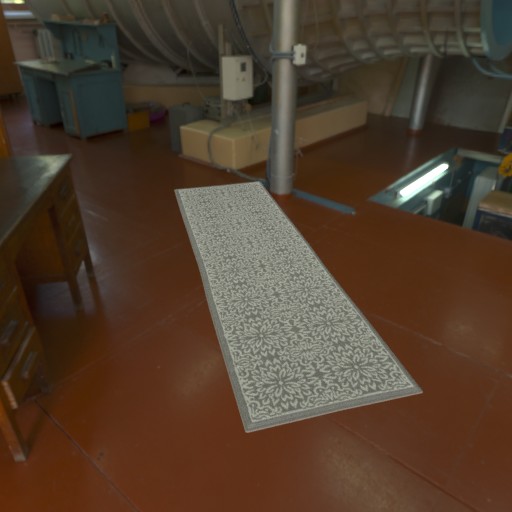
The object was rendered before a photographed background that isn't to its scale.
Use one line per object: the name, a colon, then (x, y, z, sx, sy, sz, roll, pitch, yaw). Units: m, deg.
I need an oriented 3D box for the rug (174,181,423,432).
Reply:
rug: (0.000, 0.000, 2.442, 0.662, 0.011, 2.196, -8, 31, -13)
